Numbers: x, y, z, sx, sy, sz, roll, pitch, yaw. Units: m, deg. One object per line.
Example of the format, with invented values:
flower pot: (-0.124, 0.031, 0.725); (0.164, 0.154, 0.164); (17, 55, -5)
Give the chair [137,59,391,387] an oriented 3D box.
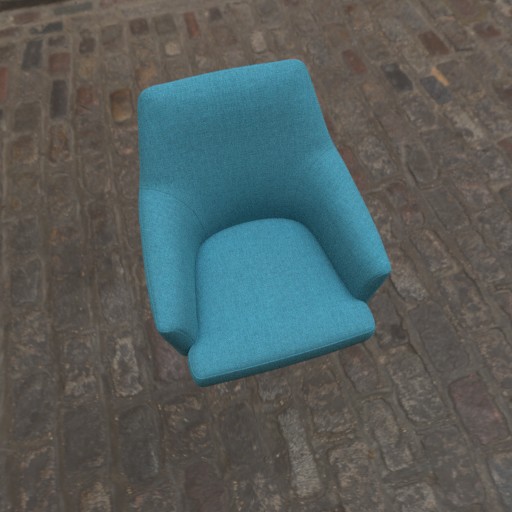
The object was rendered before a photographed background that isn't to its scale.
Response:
chair: (0.000, 0.000, 1.371); (0.642, 0.874, 0.677); (-14, 63, -7)
